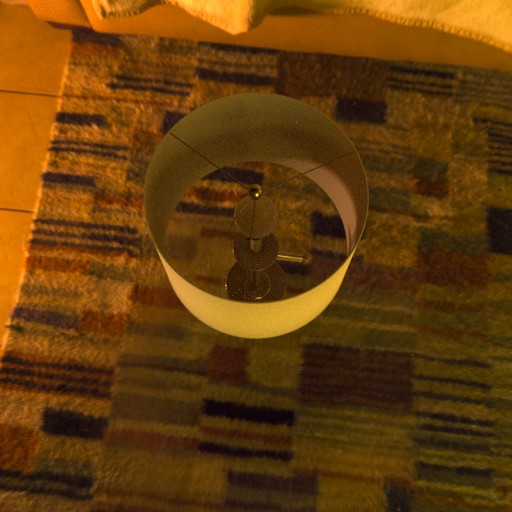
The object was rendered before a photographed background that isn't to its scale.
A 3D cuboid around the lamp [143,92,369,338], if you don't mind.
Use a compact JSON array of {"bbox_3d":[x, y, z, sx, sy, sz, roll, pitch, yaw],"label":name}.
[{"bbox_3d":[0.000,0.000,0.882,0.333,0.696,0.333,0,76,0],"label":"lamp"}]
